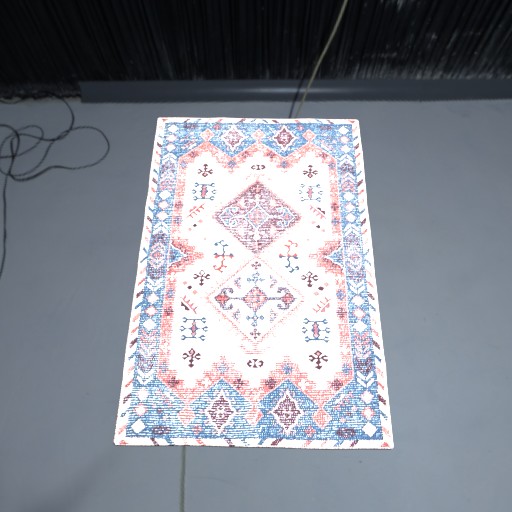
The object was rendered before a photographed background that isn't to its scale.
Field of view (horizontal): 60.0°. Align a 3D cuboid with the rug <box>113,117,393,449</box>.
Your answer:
[{"bbox_3d":[0.000,0.000,2.309,1.225,0.015,1.840,1,65,0],"label":"rug"}]
